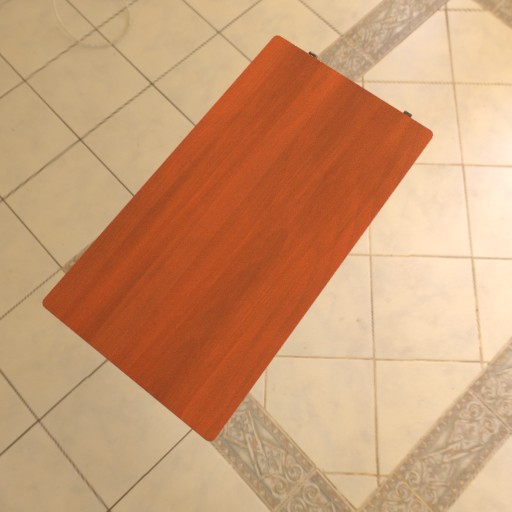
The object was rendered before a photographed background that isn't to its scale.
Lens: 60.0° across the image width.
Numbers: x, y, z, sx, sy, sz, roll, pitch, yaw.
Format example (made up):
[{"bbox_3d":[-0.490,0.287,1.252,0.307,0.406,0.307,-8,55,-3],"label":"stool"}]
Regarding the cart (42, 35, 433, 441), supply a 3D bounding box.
[{"bbox_3d":[0.000,0.000,1.429,0.457,0.927,0.899,36,78,9],"label":"cart"}]
